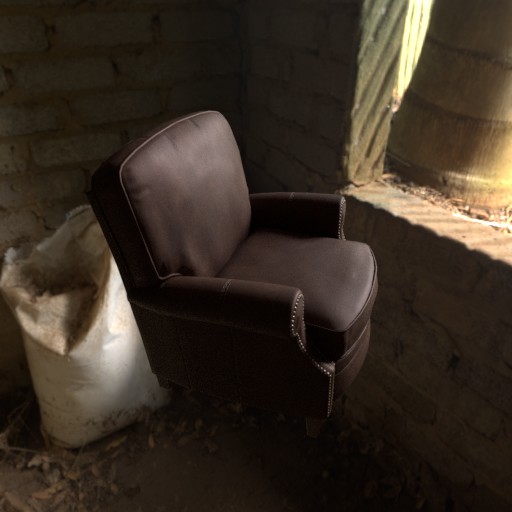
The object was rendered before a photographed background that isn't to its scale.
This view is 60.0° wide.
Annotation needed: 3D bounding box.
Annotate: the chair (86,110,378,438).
[{"bbox_3d":[0.000,0.000,1.798,0.986,1.018,0.936,11,33,17],"label":"chair"}]
